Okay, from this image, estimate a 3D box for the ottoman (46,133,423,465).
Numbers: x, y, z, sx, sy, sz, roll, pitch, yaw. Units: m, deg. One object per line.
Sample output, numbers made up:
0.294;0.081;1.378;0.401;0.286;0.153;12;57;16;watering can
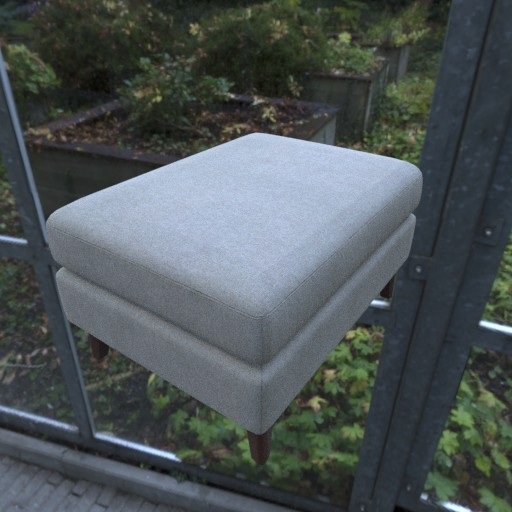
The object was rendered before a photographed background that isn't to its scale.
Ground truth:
0.000;0.000;1.205;0.610;0.478;0.823;20;36;30;ottoman
